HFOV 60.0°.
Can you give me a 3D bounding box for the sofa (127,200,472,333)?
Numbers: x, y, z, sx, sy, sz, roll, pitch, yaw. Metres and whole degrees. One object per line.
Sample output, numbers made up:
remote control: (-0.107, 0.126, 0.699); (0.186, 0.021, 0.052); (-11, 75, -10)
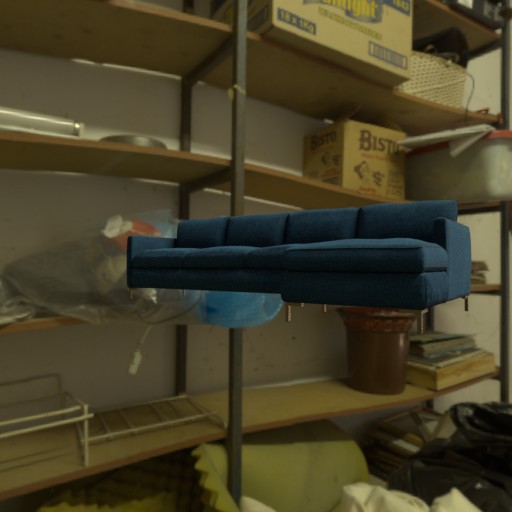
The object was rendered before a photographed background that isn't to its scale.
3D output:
sofa: (0.000, 0.000, 3.497); (2.932, 0.810, 1.350); (-1, -1, 35)
